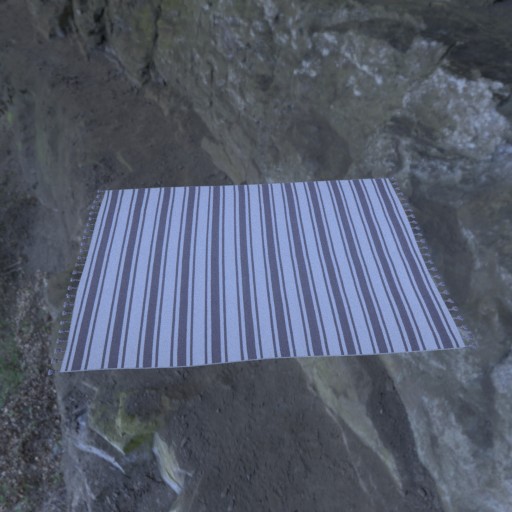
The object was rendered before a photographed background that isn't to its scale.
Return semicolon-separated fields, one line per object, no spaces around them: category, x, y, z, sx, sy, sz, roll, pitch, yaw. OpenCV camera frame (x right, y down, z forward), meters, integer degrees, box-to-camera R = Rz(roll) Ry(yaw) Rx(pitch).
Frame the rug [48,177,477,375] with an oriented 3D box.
rug;0.000;0.000;3.779;3.040;0.017;2.030;-3;46;-3
